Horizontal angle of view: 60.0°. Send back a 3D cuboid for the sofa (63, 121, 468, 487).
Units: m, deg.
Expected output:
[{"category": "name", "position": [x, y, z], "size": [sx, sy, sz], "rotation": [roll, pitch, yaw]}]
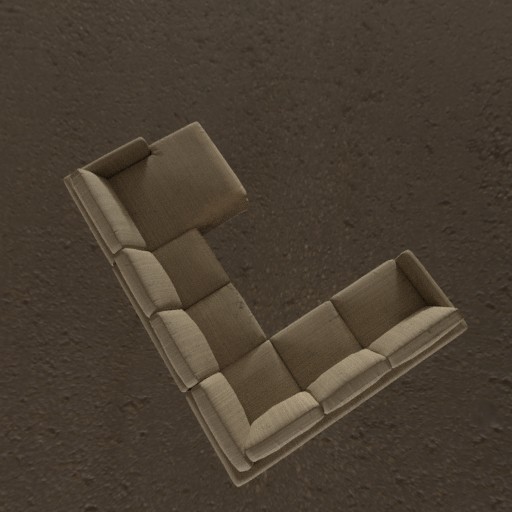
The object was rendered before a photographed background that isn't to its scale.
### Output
[{"category": "sofa", "position": [0.000, 0.000, 4.596], "size": [2.594, 0.961, 3.460], "rotation": [-31, 77, -8]}]
